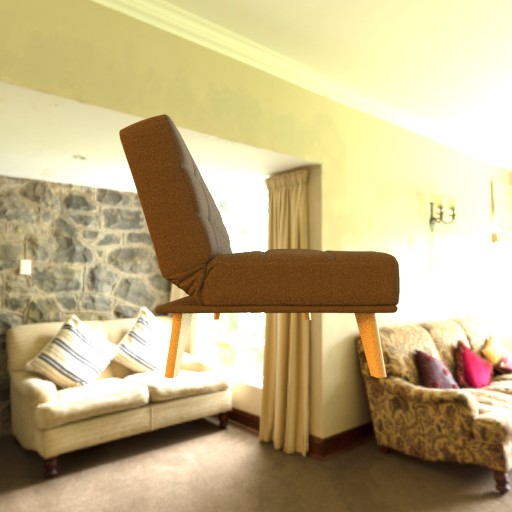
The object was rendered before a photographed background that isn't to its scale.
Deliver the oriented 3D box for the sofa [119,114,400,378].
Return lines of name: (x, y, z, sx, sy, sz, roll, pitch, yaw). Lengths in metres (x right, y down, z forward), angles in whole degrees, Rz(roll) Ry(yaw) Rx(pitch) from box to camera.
sofa: (0.000, 0.000, 2.227, 0.860, 0.810, 1.800, 0, -2, -1)
